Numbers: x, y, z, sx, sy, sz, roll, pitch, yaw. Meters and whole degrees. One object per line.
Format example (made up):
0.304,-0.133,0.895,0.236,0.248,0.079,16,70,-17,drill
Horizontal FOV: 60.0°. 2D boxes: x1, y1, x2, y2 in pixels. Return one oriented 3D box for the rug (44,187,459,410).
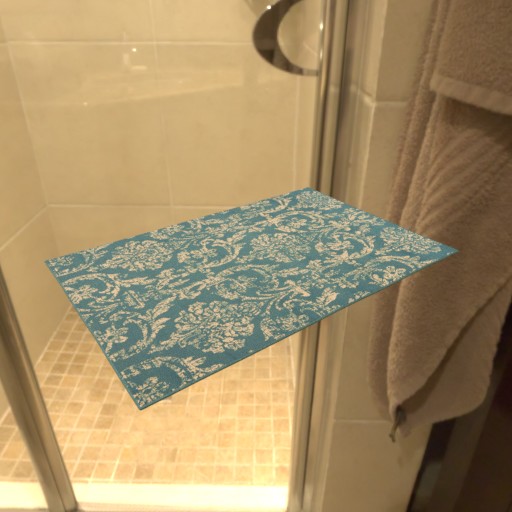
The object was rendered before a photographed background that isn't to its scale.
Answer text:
0.000,0.000,2.344,1.833,0.012,1.211,-20,35,-31,rug
